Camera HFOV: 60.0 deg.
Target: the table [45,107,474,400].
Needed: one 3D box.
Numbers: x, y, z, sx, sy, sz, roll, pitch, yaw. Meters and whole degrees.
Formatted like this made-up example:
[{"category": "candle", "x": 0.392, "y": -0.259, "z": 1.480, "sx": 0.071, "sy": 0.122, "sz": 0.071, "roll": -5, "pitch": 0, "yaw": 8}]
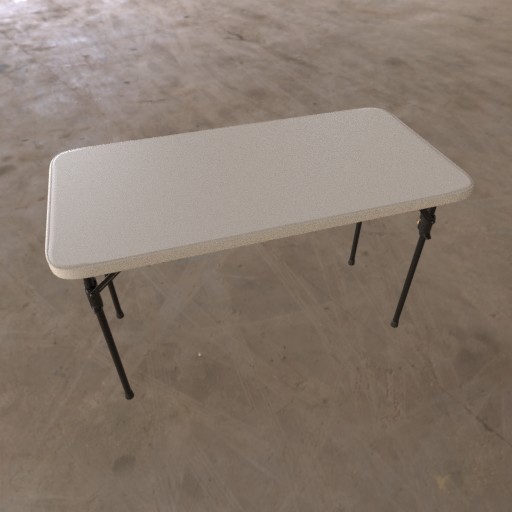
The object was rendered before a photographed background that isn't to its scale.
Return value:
[{"category": "table", "x": 0.000, "y": 0.000, "z": 1.615, "sx": 1.219, "sy": 0.729, "sz": 0.610, "roll": -12, "pitch": 43, "yaw": -13}]
